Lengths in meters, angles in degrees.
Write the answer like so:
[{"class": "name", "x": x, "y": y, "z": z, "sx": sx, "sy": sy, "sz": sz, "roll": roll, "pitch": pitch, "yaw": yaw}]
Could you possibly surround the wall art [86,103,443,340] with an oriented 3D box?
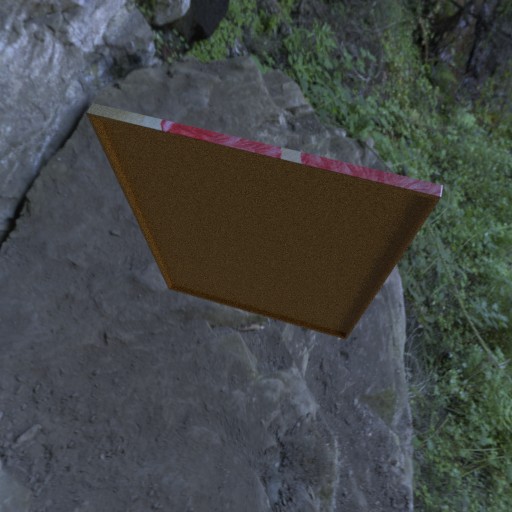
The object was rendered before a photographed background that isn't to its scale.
[{"class": "wall art", "x": 0.000, "y": 0.000, "z": 1.370, "sx": 0.762, "sy": 1.015, "sz": 0.031, "roll": 15, "pitch": 65, "yaw": 7}]
